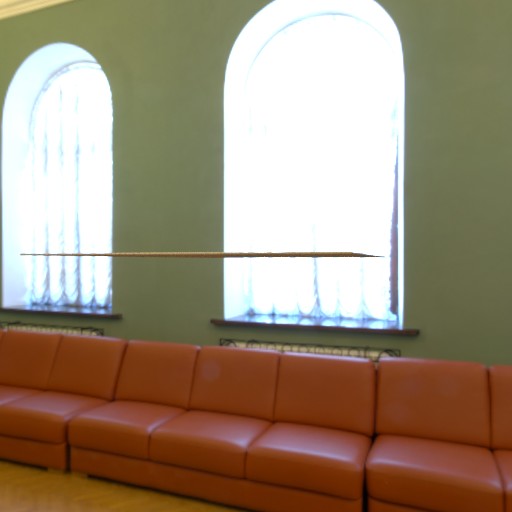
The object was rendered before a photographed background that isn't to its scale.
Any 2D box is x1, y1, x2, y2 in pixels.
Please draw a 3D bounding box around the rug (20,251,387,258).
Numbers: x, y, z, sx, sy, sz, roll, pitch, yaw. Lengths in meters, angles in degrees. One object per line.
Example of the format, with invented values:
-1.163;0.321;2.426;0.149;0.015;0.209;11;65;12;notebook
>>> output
0.000;0.000;2.319;1.236;0.009;1.839;0;-1;19;rug
